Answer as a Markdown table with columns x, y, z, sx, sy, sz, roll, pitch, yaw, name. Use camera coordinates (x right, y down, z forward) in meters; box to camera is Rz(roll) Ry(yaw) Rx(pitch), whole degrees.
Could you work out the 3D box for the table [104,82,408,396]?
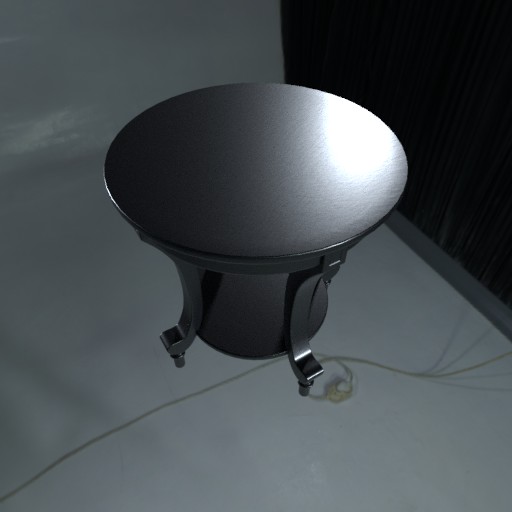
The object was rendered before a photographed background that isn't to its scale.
| x | y | z | sx | sy | sz | roll | pitch | yaw | name |
| --- | --- | --- | --- | --- | --- | --- | --- | --- | --- |
| 0.000 | 0.000 | 1.113 | 0.597 | 0.618 | 0.597 | 0 | 46 | 0 | table |
